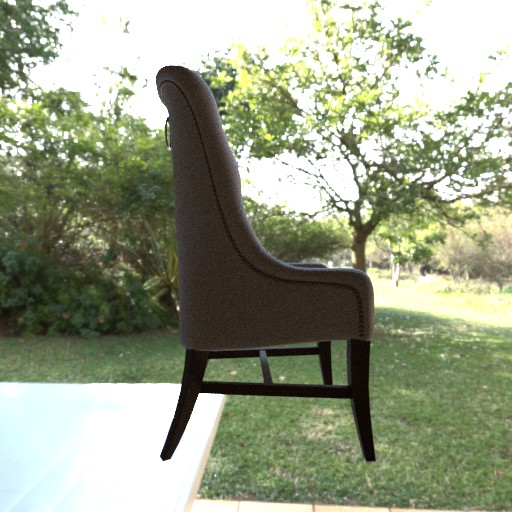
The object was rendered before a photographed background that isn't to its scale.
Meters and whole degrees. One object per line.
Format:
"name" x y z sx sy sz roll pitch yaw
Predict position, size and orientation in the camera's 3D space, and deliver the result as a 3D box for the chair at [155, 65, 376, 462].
"chair" 0.000 0.000 1.453 0.629 1.091 0.634 0 1 -2
